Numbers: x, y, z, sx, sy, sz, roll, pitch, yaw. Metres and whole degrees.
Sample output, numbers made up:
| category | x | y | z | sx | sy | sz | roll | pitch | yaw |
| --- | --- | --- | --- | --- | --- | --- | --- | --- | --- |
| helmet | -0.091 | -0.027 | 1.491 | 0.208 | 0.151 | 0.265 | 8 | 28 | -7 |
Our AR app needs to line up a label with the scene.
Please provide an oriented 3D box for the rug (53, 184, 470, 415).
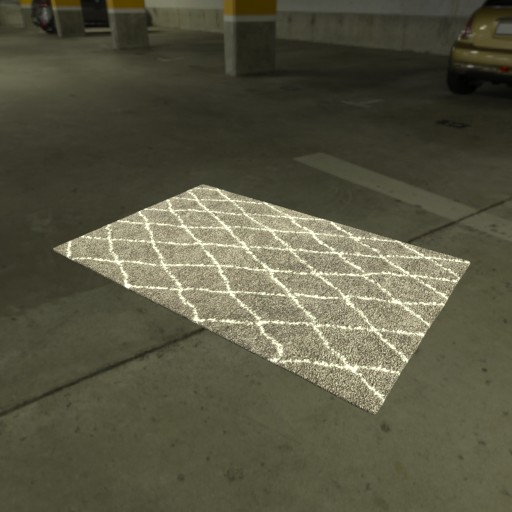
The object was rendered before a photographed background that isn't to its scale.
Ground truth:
| category | x | y | z | sx | sy | sz | roll | pitch | yaw |
| --- | --- | --- | --- | --- | --- | --- | --- | --- | --- |
| rug | 0.000 | 0.000 | 3.454 | 2.743 | 0.030 | 1.778 | 20 | 36 | 31 |
